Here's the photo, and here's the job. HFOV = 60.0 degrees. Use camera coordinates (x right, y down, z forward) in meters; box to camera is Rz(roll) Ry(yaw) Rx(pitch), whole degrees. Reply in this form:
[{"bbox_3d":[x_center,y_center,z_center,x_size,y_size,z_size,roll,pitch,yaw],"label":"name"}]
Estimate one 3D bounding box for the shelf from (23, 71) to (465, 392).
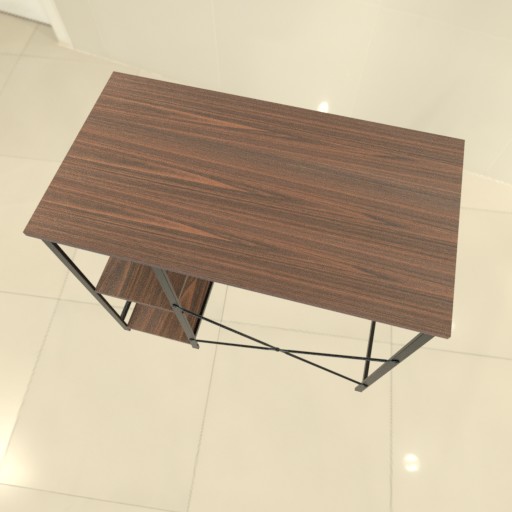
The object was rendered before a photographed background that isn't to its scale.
[{"bbox_3d":[0.000,0.000,1.340,0.902,0.750,0.498,13,65,6],"label":"shelf"}]
